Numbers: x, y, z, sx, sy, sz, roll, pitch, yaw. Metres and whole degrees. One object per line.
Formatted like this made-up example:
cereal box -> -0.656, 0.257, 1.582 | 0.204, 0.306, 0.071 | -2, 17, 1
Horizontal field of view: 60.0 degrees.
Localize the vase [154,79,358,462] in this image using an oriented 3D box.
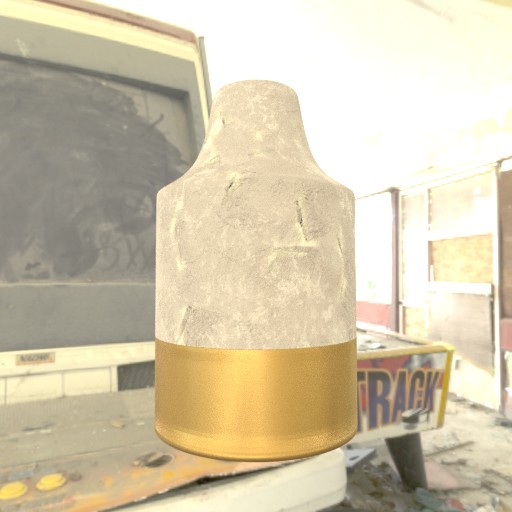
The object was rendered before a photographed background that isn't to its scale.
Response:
vase -> 0.000, 0.000, 0.417 | 0.184, 0.305, 0.184 | 0, -2, 0
